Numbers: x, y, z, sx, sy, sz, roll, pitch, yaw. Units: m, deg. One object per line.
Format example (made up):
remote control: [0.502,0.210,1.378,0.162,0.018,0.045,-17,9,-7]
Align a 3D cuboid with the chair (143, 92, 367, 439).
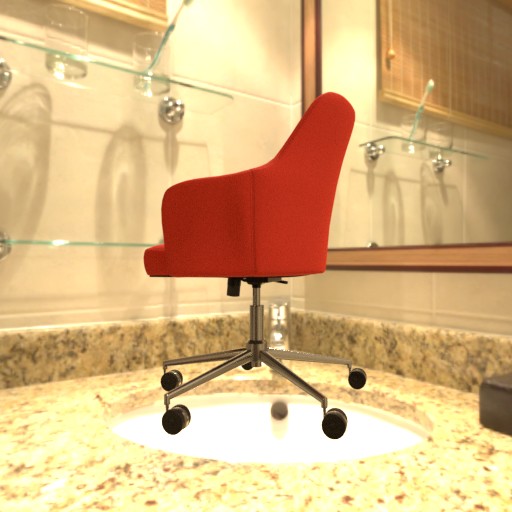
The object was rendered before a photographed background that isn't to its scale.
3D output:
chair: [0.000,0.000,1.293,0.600,0.820,0.655,0,0,18]
